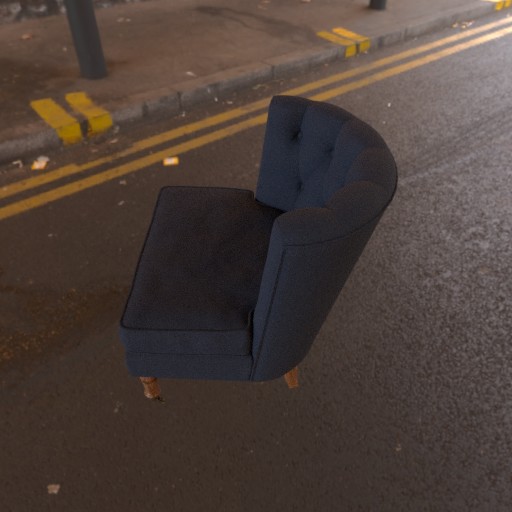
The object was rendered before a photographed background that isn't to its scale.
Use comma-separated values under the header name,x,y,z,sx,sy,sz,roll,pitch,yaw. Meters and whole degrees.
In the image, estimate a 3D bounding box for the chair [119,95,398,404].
name,x,y,z,sx,sy,sz,roll,pitch,yaw
chair,0.000,0.000,1.390,0.718,0.771,0.740,0,41,0
